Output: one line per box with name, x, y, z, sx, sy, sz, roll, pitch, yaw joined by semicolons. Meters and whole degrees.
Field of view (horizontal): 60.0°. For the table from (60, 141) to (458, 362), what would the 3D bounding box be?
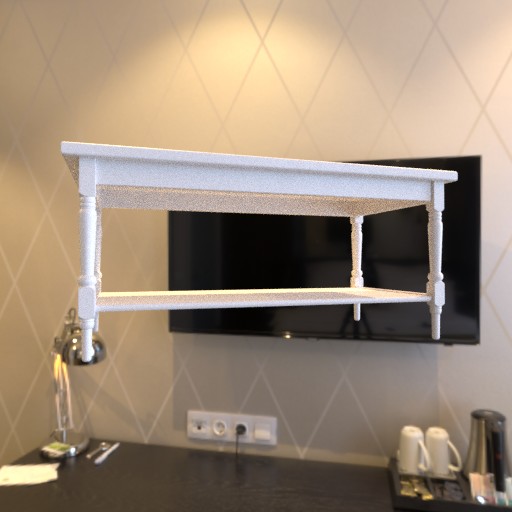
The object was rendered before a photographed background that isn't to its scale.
table;0.000;0.000;1.432;1.107;0.510;0.550;0;-1;-18
